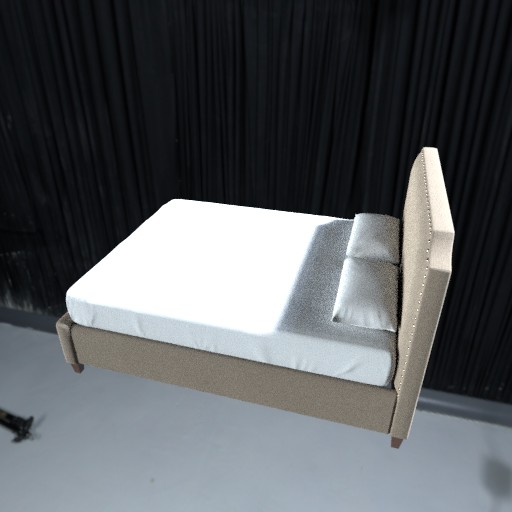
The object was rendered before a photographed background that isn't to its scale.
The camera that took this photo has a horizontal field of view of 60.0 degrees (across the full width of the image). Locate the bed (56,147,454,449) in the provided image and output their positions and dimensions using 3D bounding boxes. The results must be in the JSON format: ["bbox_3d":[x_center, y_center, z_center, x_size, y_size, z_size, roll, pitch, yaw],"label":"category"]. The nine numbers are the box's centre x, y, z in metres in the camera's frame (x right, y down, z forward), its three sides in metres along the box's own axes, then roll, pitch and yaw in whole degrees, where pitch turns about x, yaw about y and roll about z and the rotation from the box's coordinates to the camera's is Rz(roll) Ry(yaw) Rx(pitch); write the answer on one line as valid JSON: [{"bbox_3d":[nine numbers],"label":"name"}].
[{"bbox_3d":[0.000,0.000,3.268,2.329,1.415,1.703,8,31,14],"label":"bed"}]
